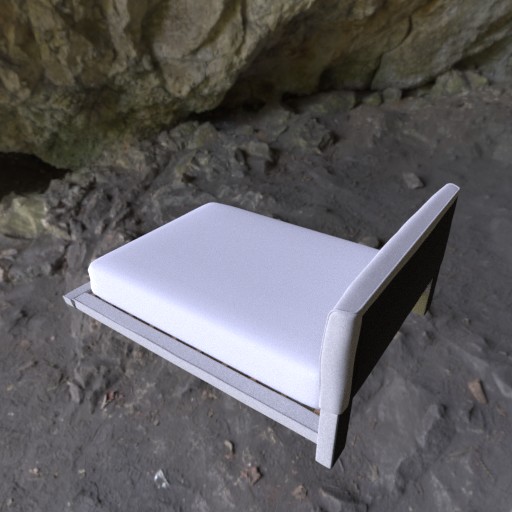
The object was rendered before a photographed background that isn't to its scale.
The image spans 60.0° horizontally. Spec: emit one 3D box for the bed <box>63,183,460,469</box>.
[{"bbox_3d":[0.000,0.000,3.323,2.368,1.067,1.840,20,35,30],"label":"bed"}]
